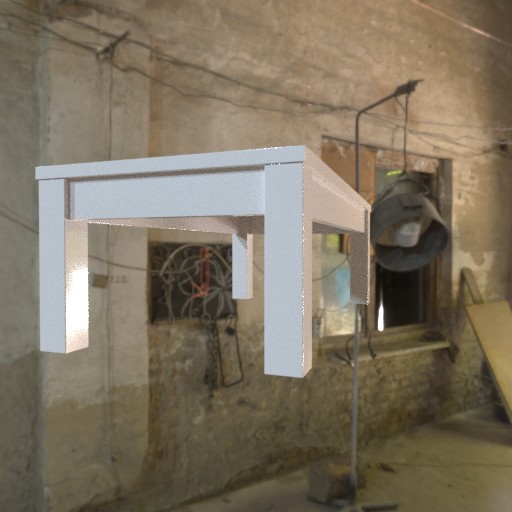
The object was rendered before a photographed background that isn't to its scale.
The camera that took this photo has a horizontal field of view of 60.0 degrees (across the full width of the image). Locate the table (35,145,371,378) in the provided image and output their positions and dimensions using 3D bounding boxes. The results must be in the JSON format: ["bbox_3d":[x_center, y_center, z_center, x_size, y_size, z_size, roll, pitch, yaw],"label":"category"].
[{"bbox_3d":[0.000,0.000,1.642,0.700,0.470,1.350,0,1,20],"label":"table"}]
